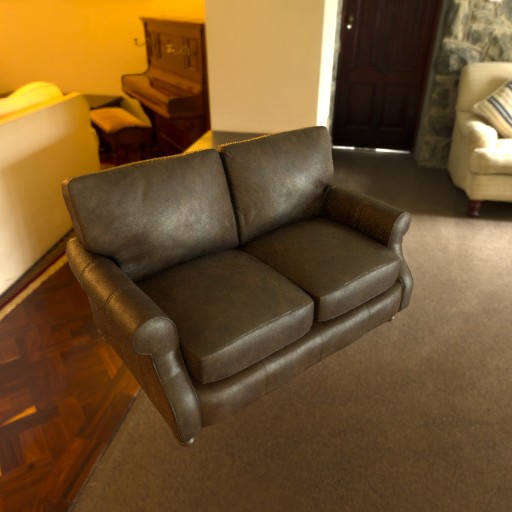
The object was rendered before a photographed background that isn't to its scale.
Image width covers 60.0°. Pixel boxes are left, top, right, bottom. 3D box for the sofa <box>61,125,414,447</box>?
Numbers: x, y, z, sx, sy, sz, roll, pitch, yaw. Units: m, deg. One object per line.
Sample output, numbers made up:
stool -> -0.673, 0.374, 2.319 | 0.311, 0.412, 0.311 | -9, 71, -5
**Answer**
sofa -> 0.000, 0.000, 2.219 | 1.616, 0.976, 0.990 | -21, 36, -32
